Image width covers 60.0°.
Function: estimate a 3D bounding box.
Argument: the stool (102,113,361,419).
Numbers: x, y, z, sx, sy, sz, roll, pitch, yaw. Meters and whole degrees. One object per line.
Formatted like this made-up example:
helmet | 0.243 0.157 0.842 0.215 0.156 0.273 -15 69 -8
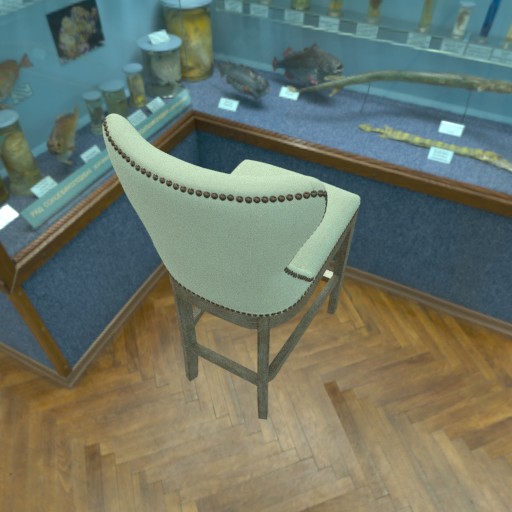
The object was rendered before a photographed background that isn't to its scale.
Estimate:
stool | 0.000 0.000 1.295 0.498 0.981 0.608 22 51 19
